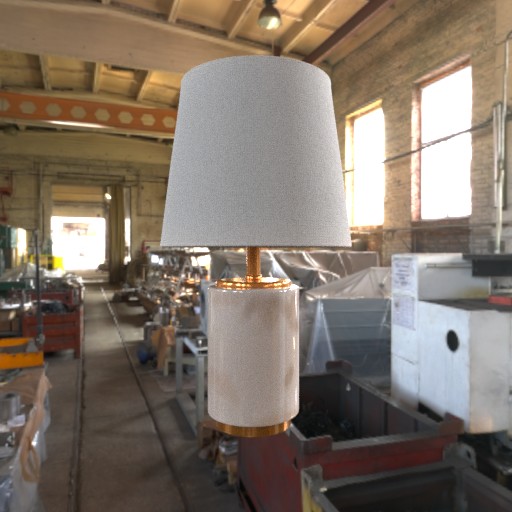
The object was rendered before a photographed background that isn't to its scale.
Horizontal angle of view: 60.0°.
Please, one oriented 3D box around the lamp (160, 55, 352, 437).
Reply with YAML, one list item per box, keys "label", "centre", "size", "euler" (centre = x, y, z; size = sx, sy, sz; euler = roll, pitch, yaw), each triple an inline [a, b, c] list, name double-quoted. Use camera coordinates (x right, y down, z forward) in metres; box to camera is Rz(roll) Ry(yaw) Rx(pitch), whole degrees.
- label: "lamp"
  centre: [0.000, 0.000, 0.449]
  size: [0.189, 0.340, 0.189]
  euler: [0, 1, 0]
